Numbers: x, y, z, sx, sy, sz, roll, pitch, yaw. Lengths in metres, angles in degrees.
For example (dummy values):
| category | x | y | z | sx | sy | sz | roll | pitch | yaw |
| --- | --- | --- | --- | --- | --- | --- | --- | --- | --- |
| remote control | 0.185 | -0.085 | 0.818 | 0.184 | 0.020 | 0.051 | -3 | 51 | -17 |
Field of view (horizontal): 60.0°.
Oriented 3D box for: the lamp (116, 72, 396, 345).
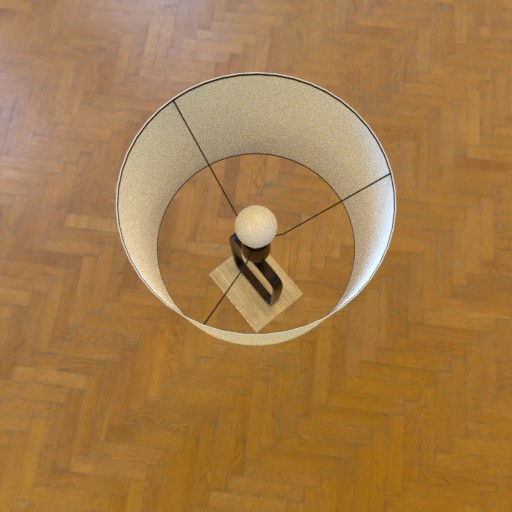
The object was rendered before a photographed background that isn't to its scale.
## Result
| category | x | y | z | sx | sy | sz | roll | pitch | yaw |
| --- | --- | --- | --- | --- | --- | --- | --- | --- | --- |
| lamp | 0.000 | 0.000 | 0.687 | 0.279 | 0.508 | 0.279 | -38 | 79 | -9 |
